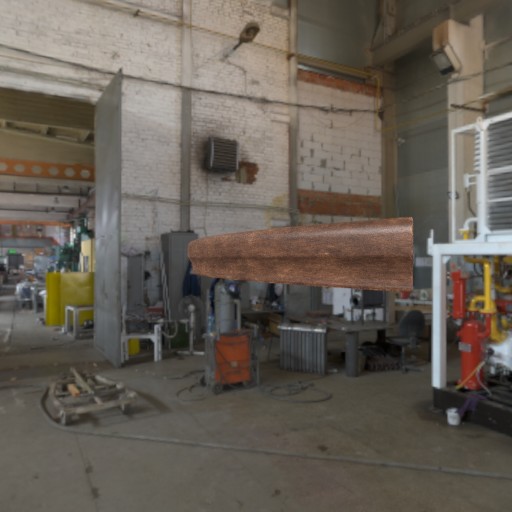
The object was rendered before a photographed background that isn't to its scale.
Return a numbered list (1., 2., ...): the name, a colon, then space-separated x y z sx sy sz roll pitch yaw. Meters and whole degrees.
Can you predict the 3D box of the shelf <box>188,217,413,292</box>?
1. shelf: 0.000 0.000 0.477 0.310 0.050 0.310 0 0 17
